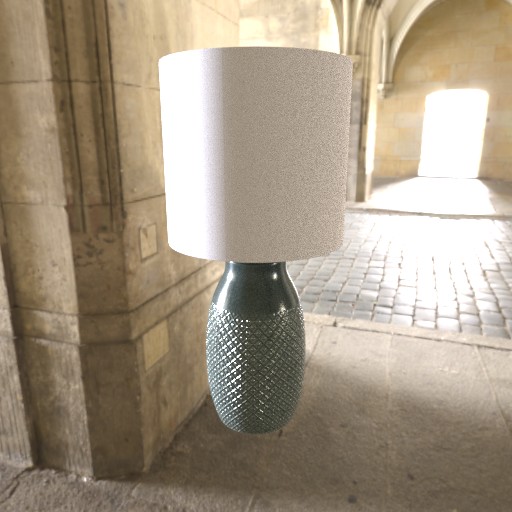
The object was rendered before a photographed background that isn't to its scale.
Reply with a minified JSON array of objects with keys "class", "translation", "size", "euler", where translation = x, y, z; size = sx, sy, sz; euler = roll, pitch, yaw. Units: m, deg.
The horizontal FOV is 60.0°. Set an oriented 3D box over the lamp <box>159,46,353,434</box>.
[{"class":"lamp","translation":[0.000,0.000,0.565],"size":[0.217,0.453,0.217],"euler":[-8,17,-27]}]
